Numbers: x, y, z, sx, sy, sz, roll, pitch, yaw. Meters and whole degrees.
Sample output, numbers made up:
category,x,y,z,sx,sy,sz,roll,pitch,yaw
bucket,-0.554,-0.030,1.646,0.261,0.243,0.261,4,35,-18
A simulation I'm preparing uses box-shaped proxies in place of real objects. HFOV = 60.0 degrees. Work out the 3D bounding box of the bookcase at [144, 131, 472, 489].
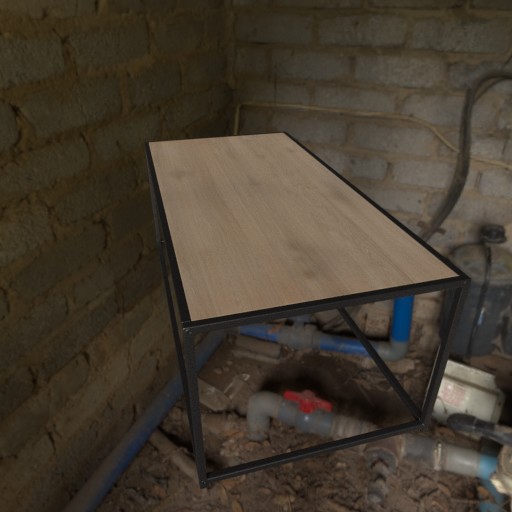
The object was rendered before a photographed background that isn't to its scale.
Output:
category,x,y,z,sx,sy,sz,roll,pitch,yaw
bookcase,0.000,0.000,1.225,0.500,0.400,1.000,-8,31,-13
